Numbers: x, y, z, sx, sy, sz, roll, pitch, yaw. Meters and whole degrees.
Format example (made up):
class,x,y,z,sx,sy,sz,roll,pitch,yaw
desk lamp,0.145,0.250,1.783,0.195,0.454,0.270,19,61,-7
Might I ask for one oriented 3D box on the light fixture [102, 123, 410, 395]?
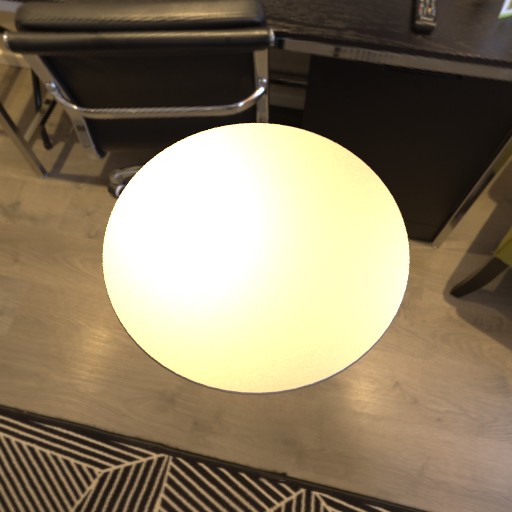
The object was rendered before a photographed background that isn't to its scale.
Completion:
class,x,y,z,sx,sy,sz,roll,pitch,yaw
light fixture,0.000,0.000,0.579,0.368,0.100,0.368,0,63,0
